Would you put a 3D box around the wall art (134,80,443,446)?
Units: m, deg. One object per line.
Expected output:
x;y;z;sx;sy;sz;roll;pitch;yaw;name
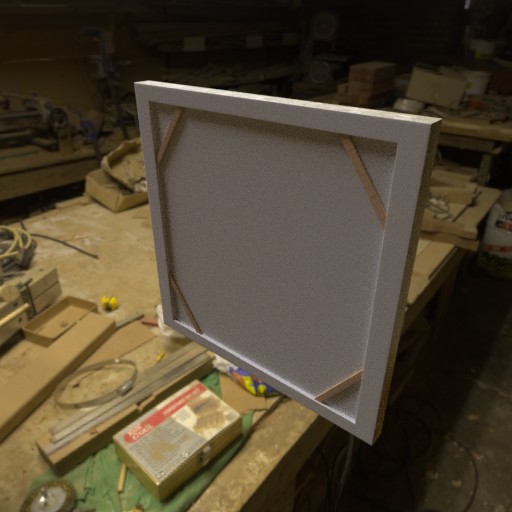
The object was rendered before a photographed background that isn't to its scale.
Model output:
0.000;0.000;0.891;0.610;0.610;0.038;21;35;34;wall art
